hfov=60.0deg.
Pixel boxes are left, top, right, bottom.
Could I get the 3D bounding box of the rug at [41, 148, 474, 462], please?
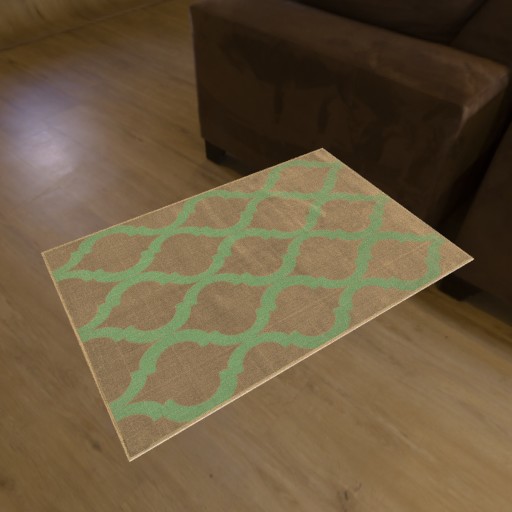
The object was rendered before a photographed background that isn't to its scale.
[{"bbox_3d":[0.000,0.000,2.813,2.286,0.006,1.524,-25,50,-22],"label":"rug"}]
